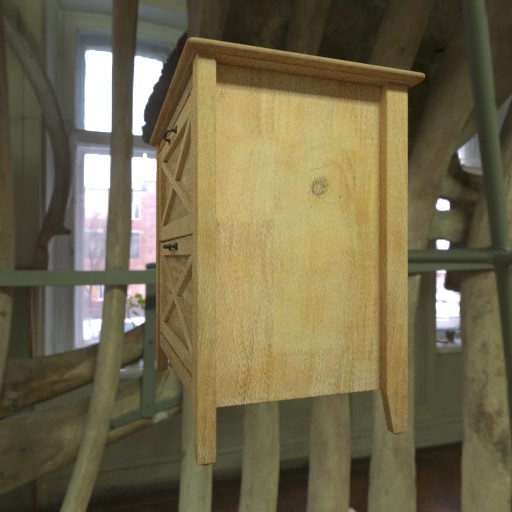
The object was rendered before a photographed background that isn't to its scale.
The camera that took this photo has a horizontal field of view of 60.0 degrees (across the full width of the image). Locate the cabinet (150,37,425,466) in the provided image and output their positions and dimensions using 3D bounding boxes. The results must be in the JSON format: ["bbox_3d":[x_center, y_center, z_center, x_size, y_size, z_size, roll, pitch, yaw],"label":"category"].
[{"bbox_3d":[0.000,0.000,1.207,0.503,0.762,0.763,0,0,-18],"label":"cabinet"}]
